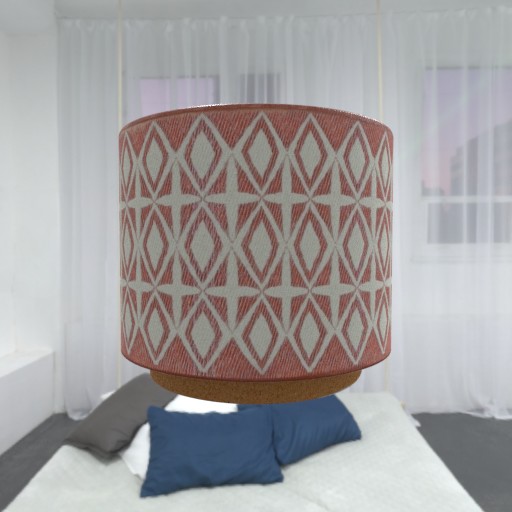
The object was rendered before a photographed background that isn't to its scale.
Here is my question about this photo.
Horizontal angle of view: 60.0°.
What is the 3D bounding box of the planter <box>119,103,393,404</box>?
[{"bbox_3d":[0.000,0.000,0.466,0.273,0.237,0.273,0,2,0],"label":"planter"}]
